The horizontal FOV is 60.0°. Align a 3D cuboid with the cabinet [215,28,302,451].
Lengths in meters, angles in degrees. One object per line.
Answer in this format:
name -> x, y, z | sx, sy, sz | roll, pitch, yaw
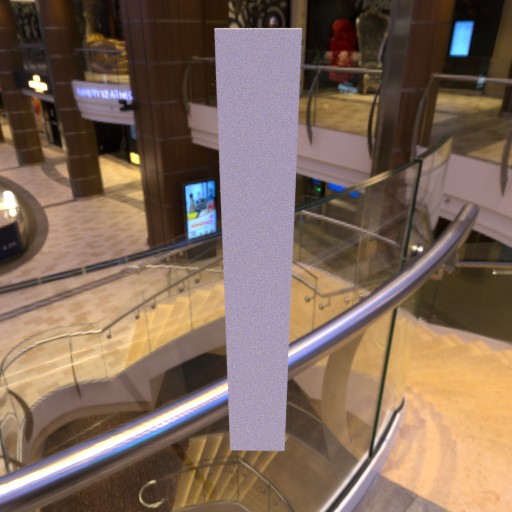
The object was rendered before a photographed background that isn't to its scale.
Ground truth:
cabinet -> 0.000, 0.000, 1.789 | 0.255, 1.630, 0.520 | 0, 27, 1
